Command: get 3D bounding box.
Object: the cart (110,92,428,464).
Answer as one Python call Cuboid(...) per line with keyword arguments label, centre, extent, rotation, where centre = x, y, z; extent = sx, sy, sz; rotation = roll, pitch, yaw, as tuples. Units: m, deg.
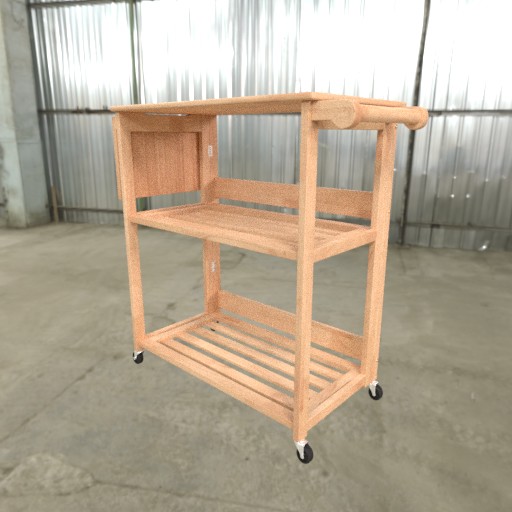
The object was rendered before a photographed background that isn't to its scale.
Cuboid(label="cart", centre=(0.000, 0.000, 1.352), extent=(0.853, 0.879, 0.432), rotation=(14, 21, 40))
